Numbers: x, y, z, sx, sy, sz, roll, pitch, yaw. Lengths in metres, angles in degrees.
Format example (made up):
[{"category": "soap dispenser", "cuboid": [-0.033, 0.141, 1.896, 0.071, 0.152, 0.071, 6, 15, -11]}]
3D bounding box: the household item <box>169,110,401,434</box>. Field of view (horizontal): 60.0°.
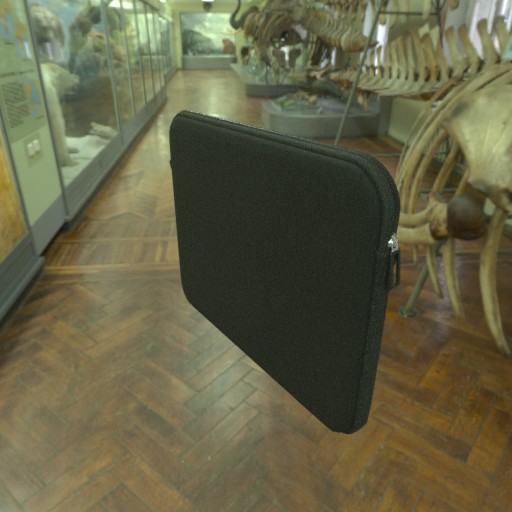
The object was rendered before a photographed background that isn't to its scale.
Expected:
[{"category": "household item", "cuboid": [0.000, 0.000, 0.537, 0.030, 0.305, 0.396, -18, 31, -32]}]
